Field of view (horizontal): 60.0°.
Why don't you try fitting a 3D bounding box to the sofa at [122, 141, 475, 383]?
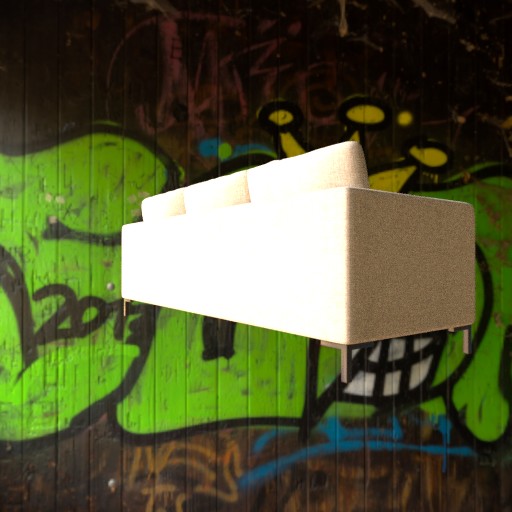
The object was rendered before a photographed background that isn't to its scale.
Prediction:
[{"bbox_3d":[0.000,0.000,2.622,0.859,0.874,2.218,0,0,-36],"label":"sofa"}]
